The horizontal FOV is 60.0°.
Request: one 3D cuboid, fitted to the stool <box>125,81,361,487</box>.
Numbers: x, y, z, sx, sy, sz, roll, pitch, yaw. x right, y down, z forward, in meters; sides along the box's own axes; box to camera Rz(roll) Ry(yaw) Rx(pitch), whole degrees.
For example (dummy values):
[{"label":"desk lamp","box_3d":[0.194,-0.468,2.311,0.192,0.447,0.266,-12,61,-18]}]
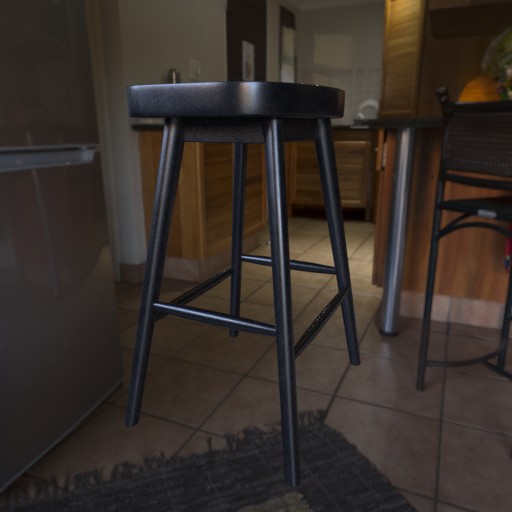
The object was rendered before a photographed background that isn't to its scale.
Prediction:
[{"label":"stool","box_3d":[0.000,0.000,0.880,0.361,0.615,0.440,8,18,25]}]
